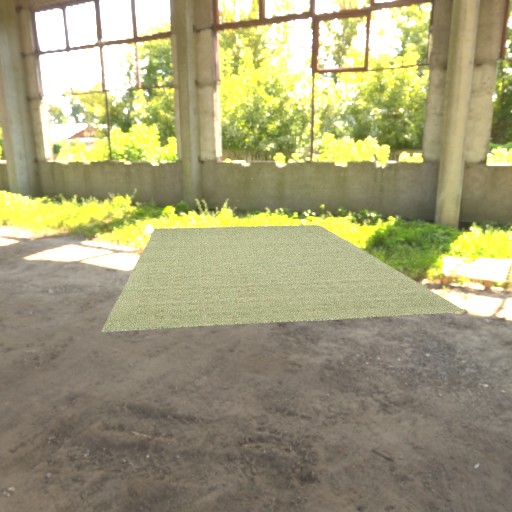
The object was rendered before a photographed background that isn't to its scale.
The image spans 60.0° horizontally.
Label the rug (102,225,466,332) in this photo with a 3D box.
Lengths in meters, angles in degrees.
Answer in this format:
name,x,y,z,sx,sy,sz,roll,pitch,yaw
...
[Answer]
name,x,y,z,sx,sy,sz,roll,pitch,yaw
rug,0.000,0.000,2.203,1.143,0.006,1.747,-2,13,-8
